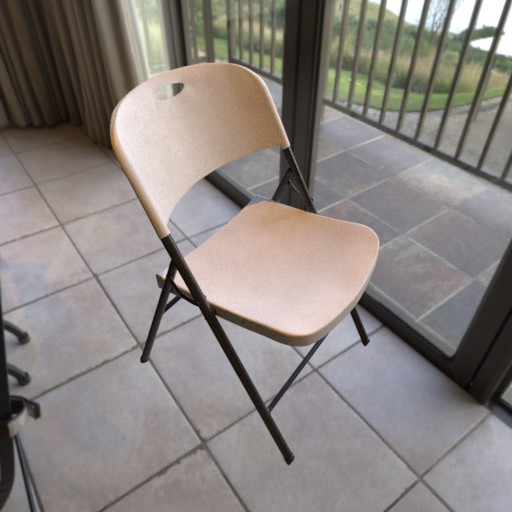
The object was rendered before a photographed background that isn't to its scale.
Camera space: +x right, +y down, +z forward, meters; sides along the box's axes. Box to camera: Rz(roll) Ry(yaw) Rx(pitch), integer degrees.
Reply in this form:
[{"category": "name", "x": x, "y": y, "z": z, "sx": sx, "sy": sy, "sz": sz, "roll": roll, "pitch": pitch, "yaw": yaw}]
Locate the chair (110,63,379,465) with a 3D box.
[{"category": "chair", "x": 0.000, "y": 0.000, "z": 1.146, "sx": 0.566, "sy": 0.810, "sz": 0.494, "roll": 25, "pitch": 47, "yaw": 26}]
